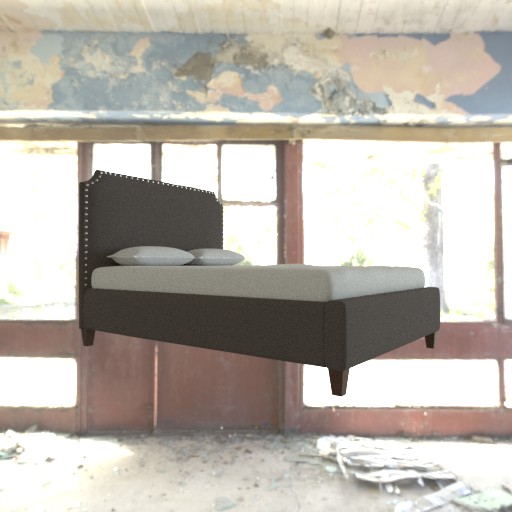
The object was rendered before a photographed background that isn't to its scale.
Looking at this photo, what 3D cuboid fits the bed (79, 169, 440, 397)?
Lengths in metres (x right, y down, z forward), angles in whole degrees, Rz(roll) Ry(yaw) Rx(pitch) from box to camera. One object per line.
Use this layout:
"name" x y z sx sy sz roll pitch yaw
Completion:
"bed" 0.000 0.000 3.542 2.372 1.443 1.713 -1 -1 37
